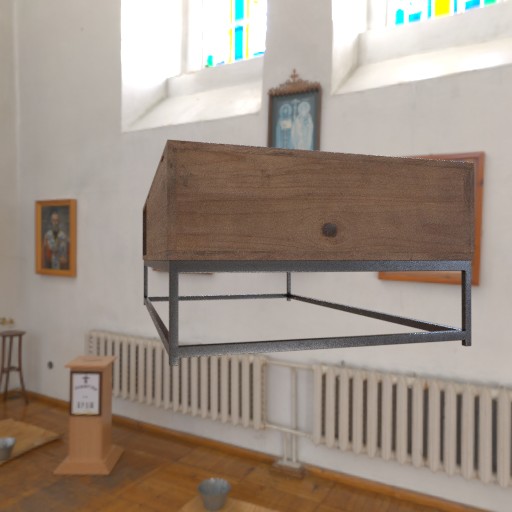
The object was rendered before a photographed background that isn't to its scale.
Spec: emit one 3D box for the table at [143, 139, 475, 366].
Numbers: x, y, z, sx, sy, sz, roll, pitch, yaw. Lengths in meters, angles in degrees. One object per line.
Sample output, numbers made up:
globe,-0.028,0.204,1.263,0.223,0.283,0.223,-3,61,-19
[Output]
table,0.000,0.000,1.386,0.655,0.395,1.101,0,0,-17
